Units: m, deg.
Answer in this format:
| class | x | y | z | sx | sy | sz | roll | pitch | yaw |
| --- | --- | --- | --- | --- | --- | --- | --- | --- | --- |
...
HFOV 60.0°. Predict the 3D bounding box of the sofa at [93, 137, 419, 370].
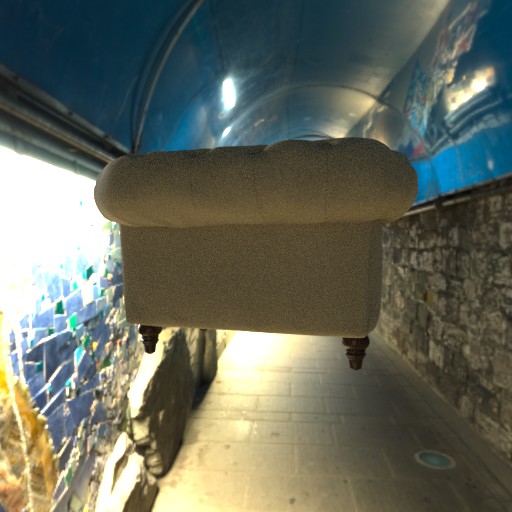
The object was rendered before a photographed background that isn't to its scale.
| class | x | y | z | sx | sy | sz | roll | pitch | yaw |
| --- | --- | --- | --- | --- | --- | --- | --- | --- | --- |
| sofa | 0.000 | 0.000 | 2.026 | 1.405 | 0.878 | 1.034 | 0 | 1 | 17 |
